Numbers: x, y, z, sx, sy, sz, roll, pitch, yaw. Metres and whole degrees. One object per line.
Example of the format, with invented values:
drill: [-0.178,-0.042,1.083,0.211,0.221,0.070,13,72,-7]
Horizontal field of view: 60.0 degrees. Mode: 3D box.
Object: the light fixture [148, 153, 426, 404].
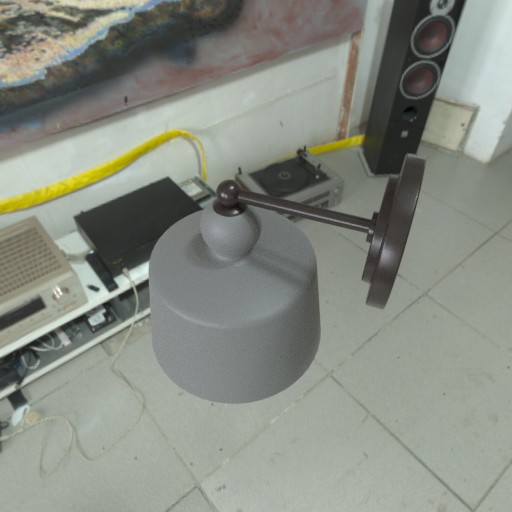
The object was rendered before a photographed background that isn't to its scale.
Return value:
light fixture: [0.000,0.000,0.440,0.254,0.268,0.204,15,48,14]
